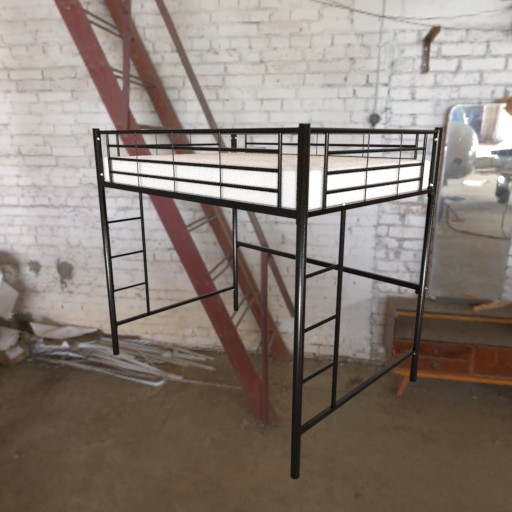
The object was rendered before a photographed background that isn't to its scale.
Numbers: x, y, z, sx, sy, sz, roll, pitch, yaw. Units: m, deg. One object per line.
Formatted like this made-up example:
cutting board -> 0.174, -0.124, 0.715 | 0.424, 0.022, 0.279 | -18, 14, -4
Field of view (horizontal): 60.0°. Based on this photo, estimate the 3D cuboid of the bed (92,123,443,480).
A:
bed -> 0.000, 0.000, 3.246 | 1.397, 1.803, 1.994 | -15, 21, -43
